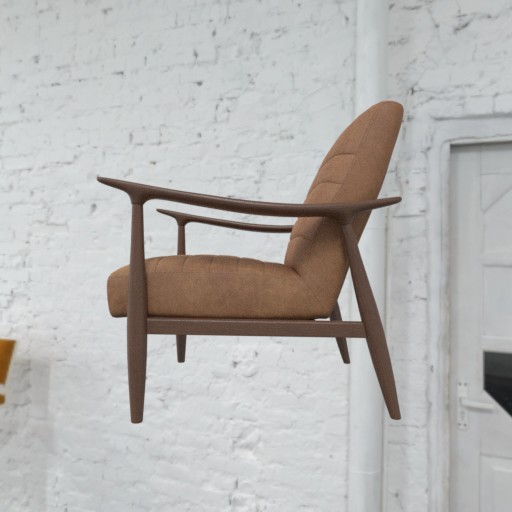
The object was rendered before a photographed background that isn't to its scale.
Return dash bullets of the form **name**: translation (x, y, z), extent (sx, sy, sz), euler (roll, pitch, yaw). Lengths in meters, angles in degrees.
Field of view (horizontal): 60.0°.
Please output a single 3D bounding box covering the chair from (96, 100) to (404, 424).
- **chair**: translation (0.000, 0.000, 1.433), extent (0.798, 0.832, 0.741), euler (0, -1, 0)
